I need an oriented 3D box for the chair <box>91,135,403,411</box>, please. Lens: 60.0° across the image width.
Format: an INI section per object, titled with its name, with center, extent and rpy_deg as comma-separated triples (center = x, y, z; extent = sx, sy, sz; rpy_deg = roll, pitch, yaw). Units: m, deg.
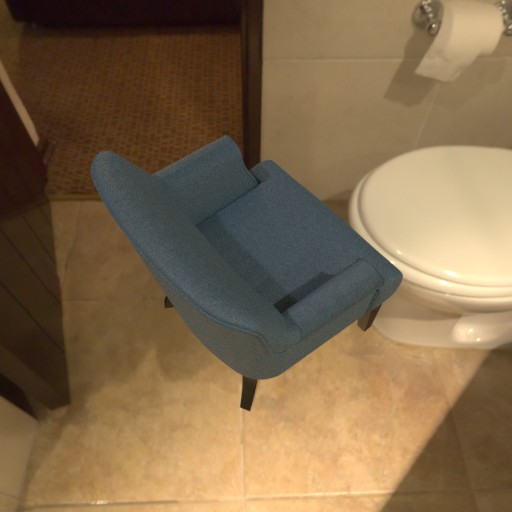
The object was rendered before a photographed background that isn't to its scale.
[chair]
center = 0.000, 0.000, 1.500
extent = 0.754, 0.878, 0.770
rpy_deg = -33, 62, -20
